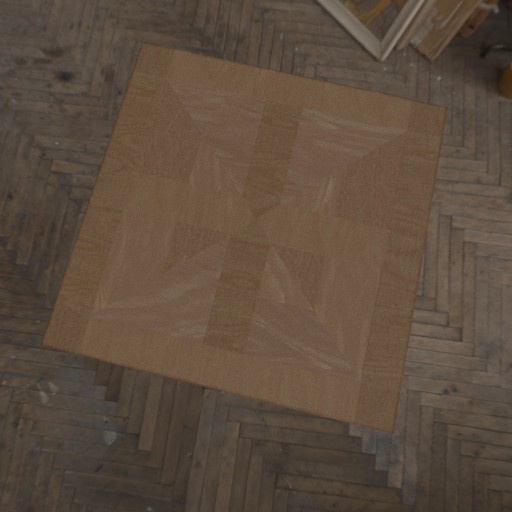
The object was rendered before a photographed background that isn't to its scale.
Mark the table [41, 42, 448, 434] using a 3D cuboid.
[{"bbox_3d":[0.000,0.000,1.117,0.612,0.638,0.610,13,78,3],"label":"table"}]
